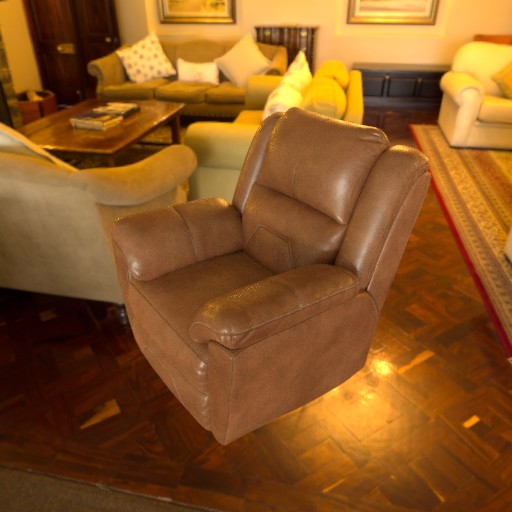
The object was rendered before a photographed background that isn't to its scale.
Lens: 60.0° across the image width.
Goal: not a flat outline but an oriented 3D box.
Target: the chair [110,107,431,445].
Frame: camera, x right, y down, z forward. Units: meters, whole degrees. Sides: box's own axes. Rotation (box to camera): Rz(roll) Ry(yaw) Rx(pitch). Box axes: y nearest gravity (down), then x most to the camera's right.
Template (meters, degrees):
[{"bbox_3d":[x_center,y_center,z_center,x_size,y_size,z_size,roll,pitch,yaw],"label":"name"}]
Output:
[{"bbox_3d":[0.000,0.000,1.957,1.041,1.093,0.990,-21,37,-31],"label":"chair"}]
